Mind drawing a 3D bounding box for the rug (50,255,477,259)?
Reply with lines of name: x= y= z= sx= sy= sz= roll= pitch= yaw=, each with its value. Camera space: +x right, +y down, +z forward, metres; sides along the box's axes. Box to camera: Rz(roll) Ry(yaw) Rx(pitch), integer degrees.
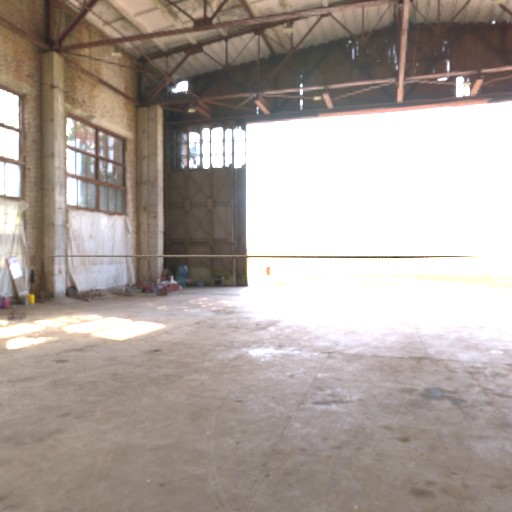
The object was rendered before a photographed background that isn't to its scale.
rug: x=0.000 y=0.000 z=2.969 sx=2.442 sy=0.010 sz=1.546 roll=0 pitch=0 yaw=36
